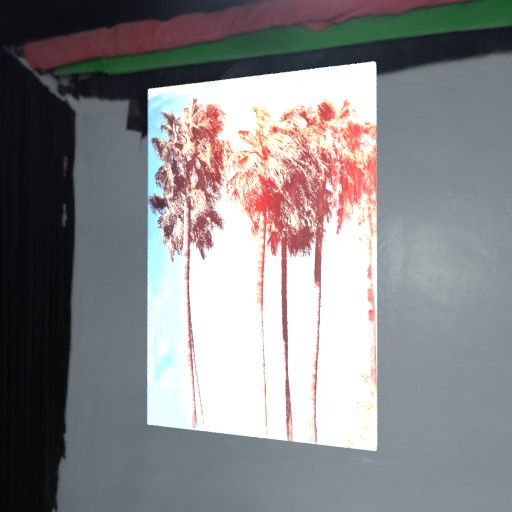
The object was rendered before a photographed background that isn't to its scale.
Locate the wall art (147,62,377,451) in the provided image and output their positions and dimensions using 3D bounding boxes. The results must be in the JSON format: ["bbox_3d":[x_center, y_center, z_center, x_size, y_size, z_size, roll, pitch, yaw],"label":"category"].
[{"bbox_3d":[0.000,0.000,0.764,0.401,0.610,0.038,0,-1,16],"label":"wall art"}]
